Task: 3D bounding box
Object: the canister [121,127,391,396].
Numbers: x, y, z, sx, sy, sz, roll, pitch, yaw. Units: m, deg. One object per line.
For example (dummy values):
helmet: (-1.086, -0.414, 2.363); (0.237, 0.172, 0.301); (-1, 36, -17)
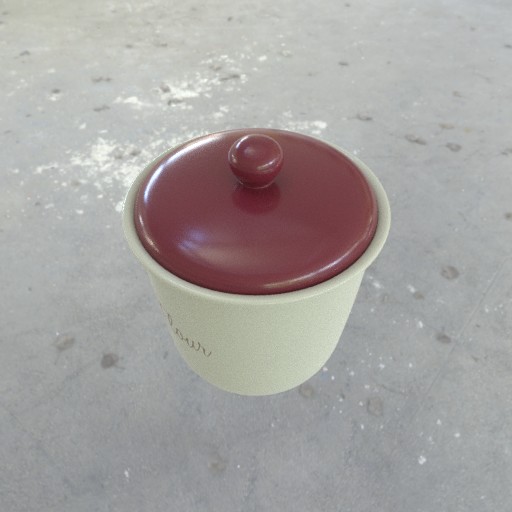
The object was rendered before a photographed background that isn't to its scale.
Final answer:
canister: (0.000, 0.000, 0.348); (0.182, 0.208, 0.182); (0, 47, 0)
